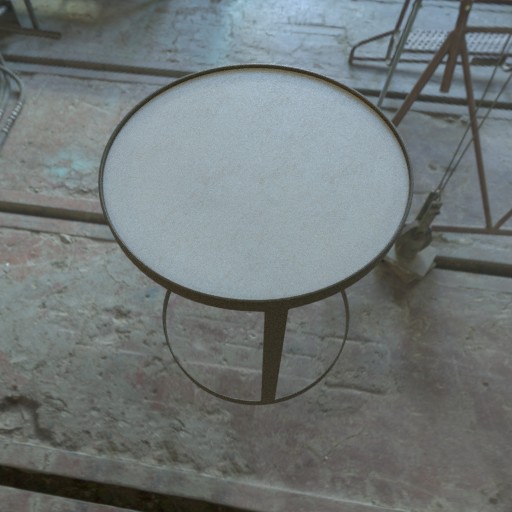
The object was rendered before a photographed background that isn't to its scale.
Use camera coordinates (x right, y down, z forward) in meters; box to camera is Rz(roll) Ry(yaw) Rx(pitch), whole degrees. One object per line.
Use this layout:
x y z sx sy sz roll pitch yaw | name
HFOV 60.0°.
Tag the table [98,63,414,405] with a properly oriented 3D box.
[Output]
0.000 0.000 0.926 0.480 0.565 0.480 0 59 0 | table
